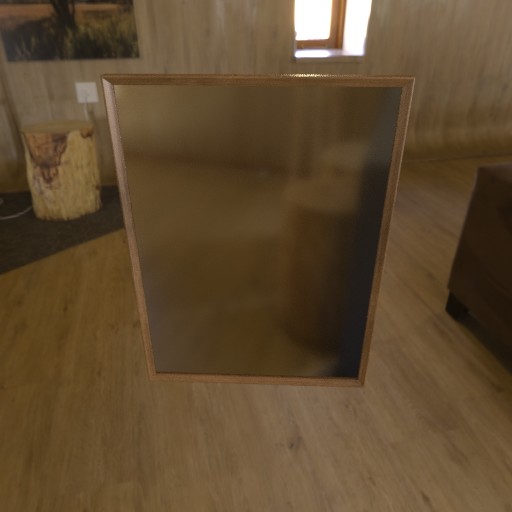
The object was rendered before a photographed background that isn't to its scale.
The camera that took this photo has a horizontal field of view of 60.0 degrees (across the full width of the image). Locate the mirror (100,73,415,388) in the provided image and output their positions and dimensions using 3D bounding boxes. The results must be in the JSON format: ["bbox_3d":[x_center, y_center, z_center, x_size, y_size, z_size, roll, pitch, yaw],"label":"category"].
[{"bbox_3d":[0.000,0.000,1.335,0.762,1.016,0.041,1,29,2],"label":"mirror"}]
